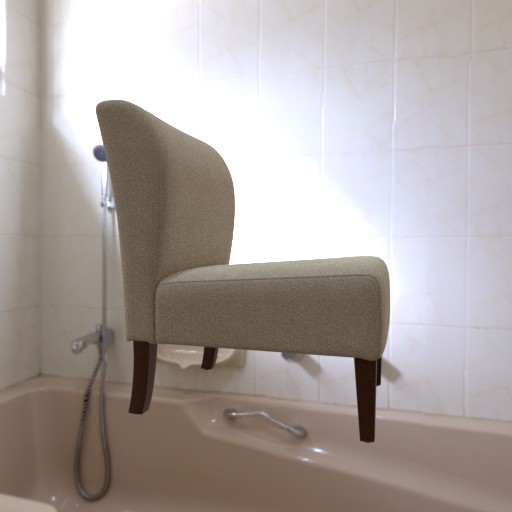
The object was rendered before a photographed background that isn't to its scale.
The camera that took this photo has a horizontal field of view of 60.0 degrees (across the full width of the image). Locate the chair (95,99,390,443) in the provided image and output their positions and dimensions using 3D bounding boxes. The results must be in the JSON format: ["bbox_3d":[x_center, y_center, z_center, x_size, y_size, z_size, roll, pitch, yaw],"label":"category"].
[{"bbox_3d":[0.000,0.000,1.303,0.754,0.833,0.521,0,1,18],"label":"chair"}]
